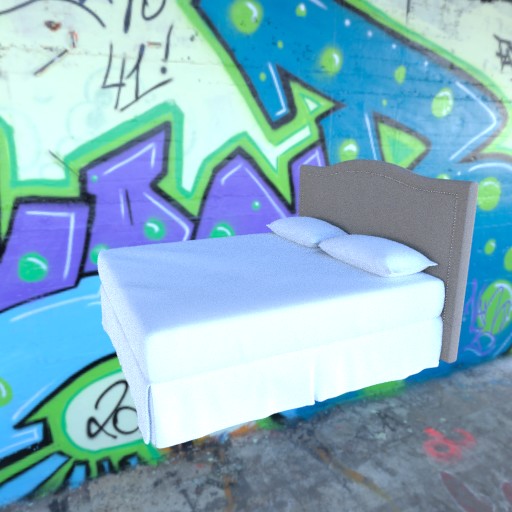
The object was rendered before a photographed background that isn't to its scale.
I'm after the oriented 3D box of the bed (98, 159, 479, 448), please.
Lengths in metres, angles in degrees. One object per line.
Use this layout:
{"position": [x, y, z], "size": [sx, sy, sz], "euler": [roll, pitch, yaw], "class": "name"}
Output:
{"position": [0.000, 0.000, 3.426], "size": [2.182, 1.421, 2.083], "euler": [-7, 17, -25], "class": "bed"}
